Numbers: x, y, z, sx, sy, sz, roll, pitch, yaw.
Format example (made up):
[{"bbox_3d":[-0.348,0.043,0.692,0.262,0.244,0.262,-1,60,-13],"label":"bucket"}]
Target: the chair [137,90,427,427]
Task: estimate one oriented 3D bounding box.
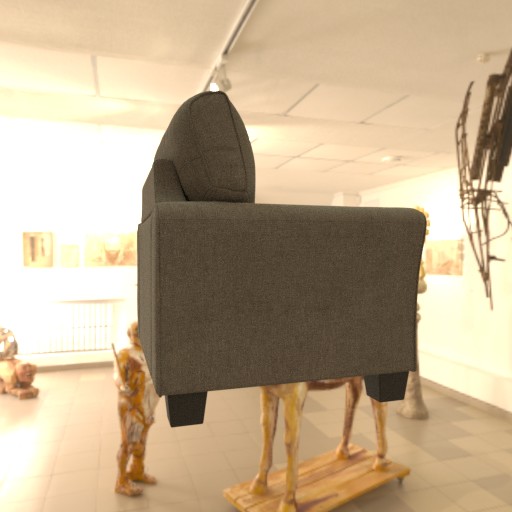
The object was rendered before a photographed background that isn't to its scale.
[{"bbox_3d":[0.000,0.000,1.645,0.816,0.890,0.941,0,0,-18],"label":"chair"}]
